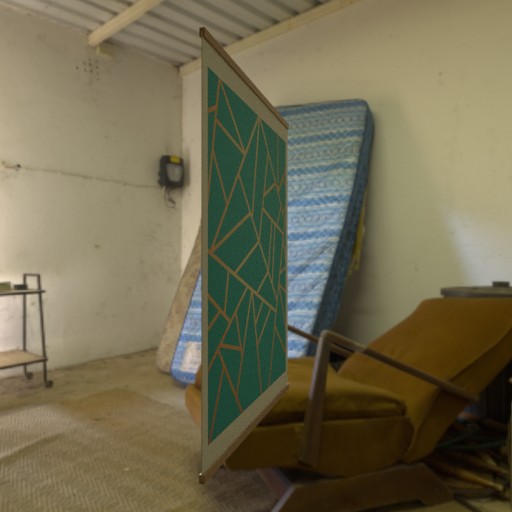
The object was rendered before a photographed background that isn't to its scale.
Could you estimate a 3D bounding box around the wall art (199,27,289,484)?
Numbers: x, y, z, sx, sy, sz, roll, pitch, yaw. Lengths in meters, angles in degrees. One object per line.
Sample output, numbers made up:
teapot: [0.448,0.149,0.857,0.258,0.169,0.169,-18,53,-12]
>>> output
wall art: [0.000,0.000,1.346,0.013,1.016,0.758,0,0,19]
